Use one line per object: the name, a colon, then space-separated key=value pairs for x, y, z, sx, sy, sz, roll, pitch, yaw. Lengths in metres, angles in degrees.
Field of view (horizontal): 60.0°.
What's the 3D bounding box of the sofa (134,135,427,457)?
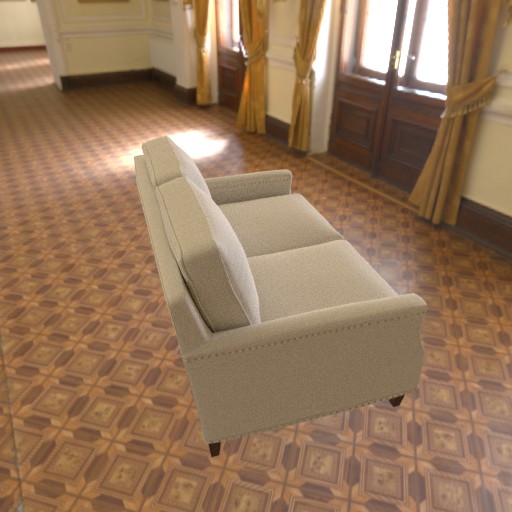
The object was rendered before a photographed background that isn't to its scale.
sofa: x=0.000 y=0.000 z=2.338 sx=1.084 sy=1.003 sz=1.597 roll=-9 pitch=33 yaw=-15
